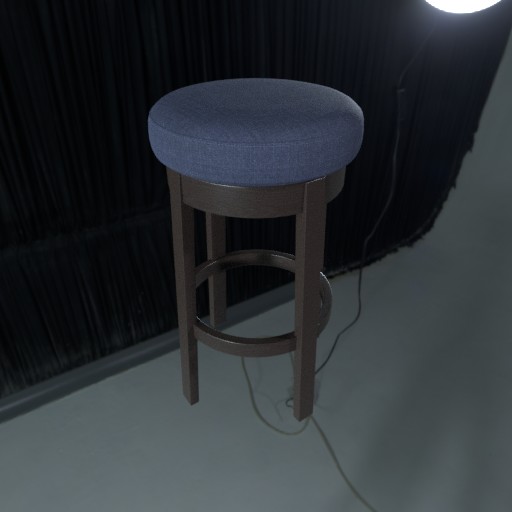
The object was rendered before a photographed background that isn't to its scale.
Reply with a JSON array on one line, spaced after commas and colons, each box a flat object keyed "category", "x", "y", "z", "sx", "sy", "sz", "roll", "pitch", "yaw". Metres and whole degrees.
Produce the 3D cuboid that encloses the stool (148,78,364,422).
[{"category": "stool", "x": 0.000, "y": 0.000, "z": 1.076, "sx": 0.446, "sy": 0.758, "sz": 0.446, "roll": 0, "pitch": 33, "yaw": 0}]
